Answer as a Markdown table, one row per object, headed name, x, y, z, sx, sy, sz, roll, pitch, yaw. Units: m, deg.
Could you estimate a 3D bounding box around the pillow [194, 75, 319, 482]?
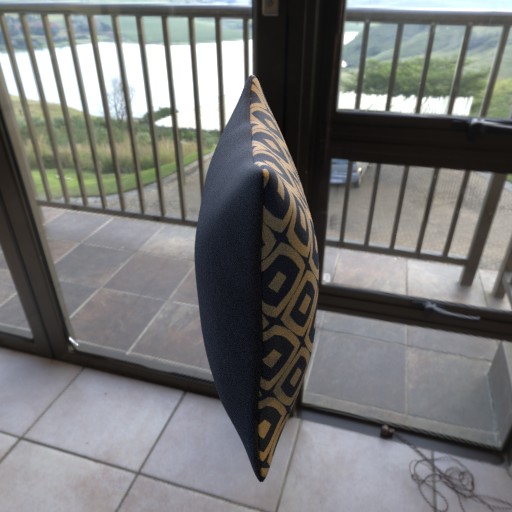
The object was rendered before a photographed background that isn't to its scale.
| name | x | y | z | sx | sy | sz | roll | pitch | yaw |
| --- | --- | --- | --- | --- | --- | --- | --- | --- | --- |
| pillow | 0.000 | 0.000 | 0.751 | 0.188 | 0.494 | 0.504 | -1 | 32 | -1 |
